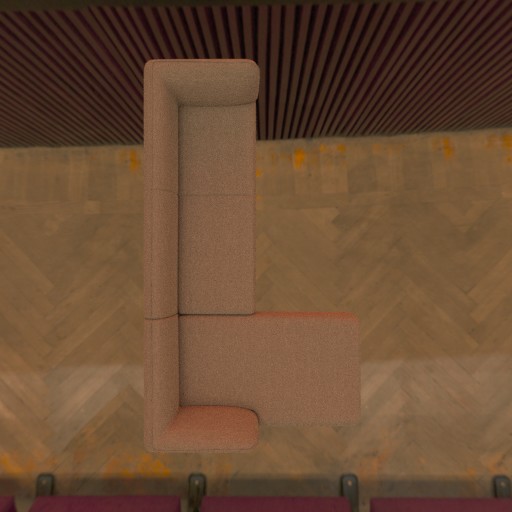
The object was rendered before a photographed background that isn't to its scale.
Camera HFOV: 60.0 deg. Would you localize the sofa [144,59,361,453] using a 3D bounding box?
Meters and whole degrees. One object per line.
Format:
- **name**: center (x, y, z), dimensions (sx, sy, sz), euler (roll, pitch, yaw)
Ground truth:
- **sofa**: center (0.000, 0.000, 3.271), dimensions (1.532, 0.693, 2.653), euler (0, 90, 1)
